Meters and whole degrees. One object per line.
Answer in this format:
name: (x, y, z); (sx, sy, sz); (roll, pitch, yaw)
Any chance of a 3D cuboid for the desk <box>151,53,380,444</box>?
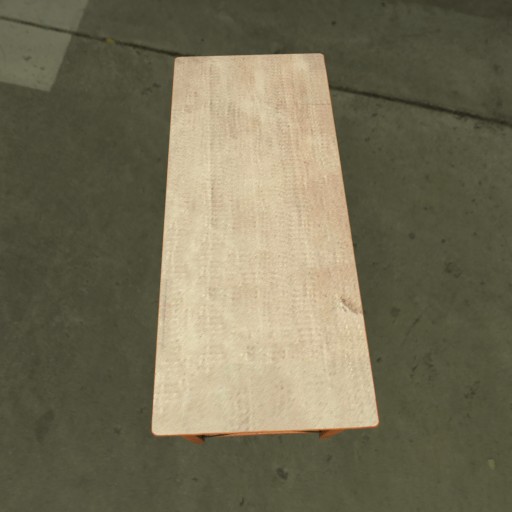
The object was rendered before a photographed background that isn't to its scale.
desk: (0.000, 0.000, 1.740); (0.574, 0.756, 1.353); (-2, 64, -1)
